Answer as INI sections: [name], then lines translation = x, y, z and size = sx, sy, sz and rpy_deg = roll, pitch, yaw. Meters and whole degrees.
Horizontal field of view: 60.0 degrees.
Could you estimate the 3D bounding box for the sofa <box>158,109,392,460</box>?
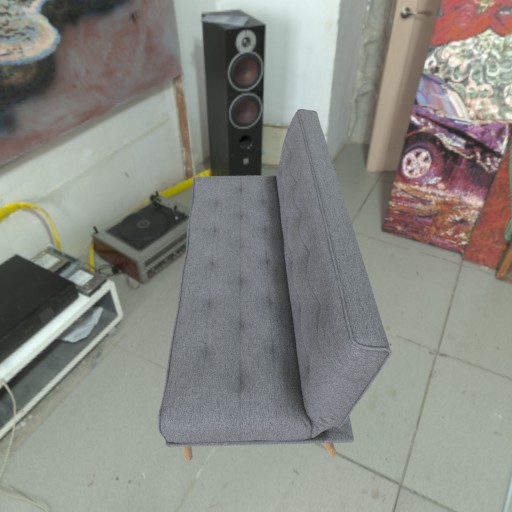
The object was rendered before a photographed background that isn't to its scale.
[sofa]
translation = 0.000, 0.000, 2.306
size = 0.810, 0.830, 1.820
rpy_deg = -1, 41, -1
